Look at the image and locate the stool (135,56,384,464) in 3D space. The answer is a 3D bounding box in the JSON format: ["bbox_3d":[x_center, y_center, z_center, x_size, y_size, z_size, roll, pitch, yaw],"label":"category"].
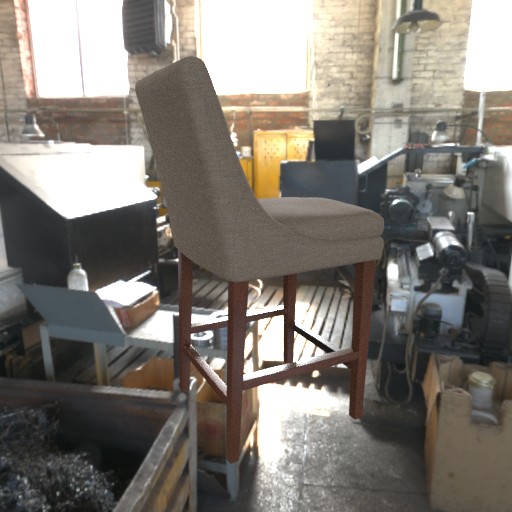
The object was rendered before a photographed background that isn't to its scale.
[{"bbox_3d":[0.000,0.000,1.292,0.577,0.981,0.470,-7,16,-27],"label":"stool"}]
